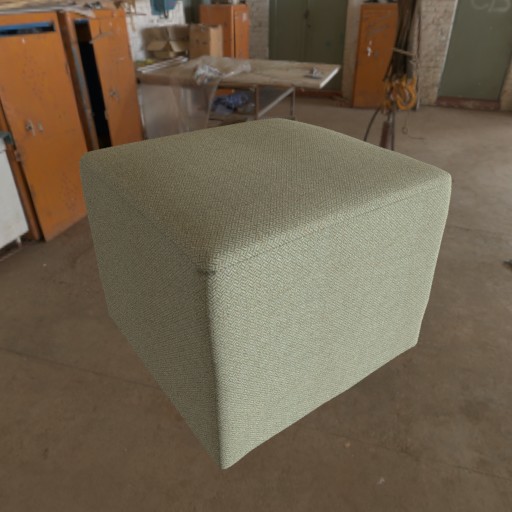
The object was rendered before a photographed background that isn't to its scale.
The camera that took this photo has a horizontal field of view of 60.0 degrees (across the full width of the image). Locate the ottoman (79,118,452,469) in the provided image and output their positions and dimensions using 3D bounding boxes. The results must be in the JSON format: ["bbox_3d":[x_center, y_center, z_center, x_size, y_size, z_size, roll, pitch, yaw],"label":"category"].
[{"bbox_3d":[0.000,0.000,0.913,0.521,0.453,0.512,-21,36,-30],"label":"ottoman"}]
